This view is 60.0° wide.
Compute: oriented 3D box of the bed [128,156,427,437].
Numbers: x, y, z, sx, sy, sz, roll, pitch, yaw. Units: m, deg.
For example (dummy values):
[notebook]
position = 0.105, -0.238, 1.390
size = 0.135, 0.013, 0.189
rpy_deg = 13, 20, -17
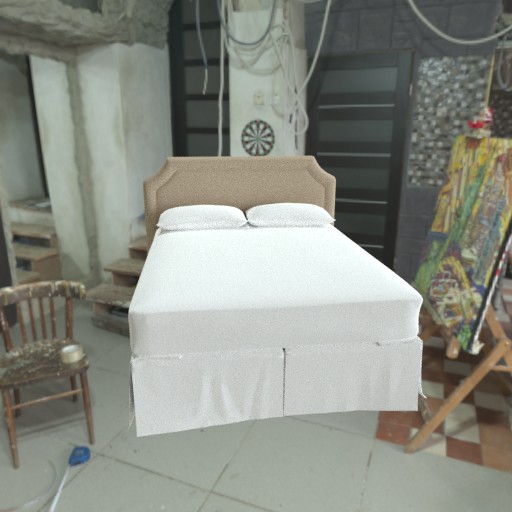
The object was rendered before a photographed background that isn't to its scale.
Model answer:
[bed]
position = 0.000, 0.000, 3.301
size = 1.828, 1.301, 2.204
rpy_deg = -2, 17, -7
